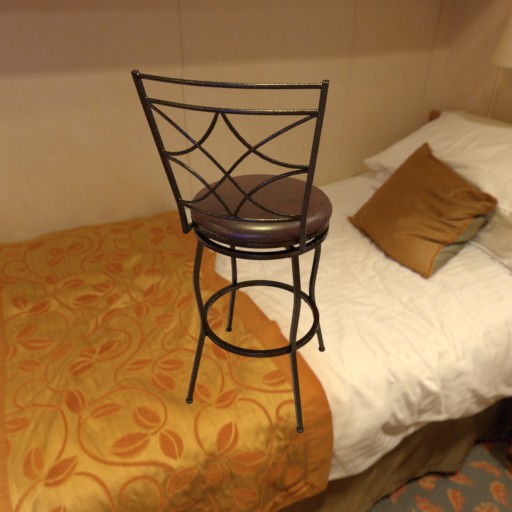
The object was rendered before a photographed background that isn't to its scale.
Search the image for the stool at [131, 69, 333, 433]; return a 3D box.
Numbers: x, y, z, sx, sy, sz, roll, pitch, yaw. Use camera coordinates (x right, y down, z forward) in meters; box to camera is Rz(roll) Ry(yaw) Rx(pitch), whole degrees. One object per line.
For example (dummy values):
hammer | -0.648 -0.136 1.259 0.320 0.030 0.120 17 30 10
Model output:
stool | 0.000 0.000 1.375 0.434 1.117 0.534 9 32 15
